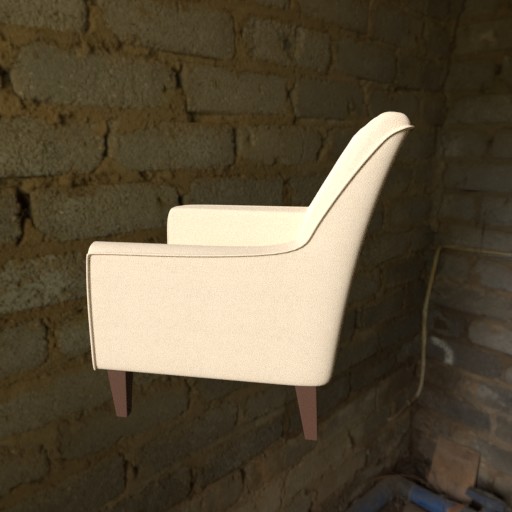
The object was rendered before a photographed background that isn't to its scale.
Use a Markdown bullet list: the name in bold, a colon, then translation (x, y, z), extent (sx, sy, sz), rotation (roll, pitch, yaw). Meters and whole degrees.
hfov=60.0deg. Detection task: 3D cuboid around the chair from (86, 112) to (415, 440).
- **chair**: translation (0.000, 0.000, 1.582), extent (0.899, 0.919, 0.780), rotation (2, 14, 9)
